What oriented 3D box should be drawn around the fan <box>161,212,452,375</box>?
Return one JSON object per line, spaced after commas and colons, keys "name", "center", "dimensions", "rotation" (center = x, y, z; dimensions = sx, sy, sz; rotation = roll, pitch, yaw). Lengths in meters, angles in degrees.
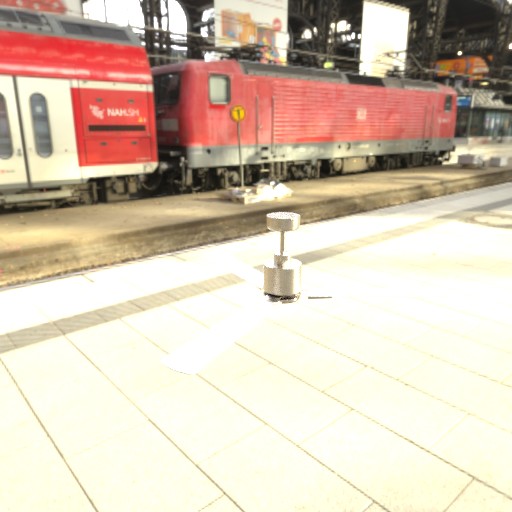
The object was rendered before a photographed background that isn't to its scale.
{"name": "fan", "center": [0.000, 0.000, 2.344], "dimensions": [1.561, 0.446, 1.531], "rotation": [-15, 22, -41]}
